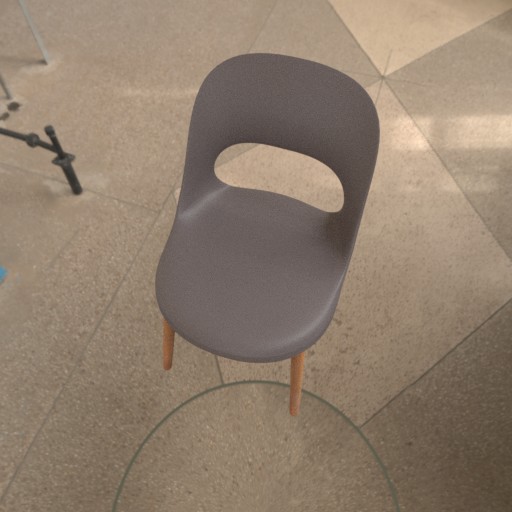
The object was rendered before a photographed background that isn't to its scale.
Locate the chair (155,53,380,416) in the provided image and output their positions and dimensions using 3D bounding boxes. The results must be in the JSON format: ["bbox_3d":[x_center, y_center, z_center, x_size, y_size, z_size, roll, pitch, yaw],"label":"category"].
[{"bbox_3d":[0.000,0.000,1.159,0.470,0.794,0.556,17,60,10],"label":"chair"}]
